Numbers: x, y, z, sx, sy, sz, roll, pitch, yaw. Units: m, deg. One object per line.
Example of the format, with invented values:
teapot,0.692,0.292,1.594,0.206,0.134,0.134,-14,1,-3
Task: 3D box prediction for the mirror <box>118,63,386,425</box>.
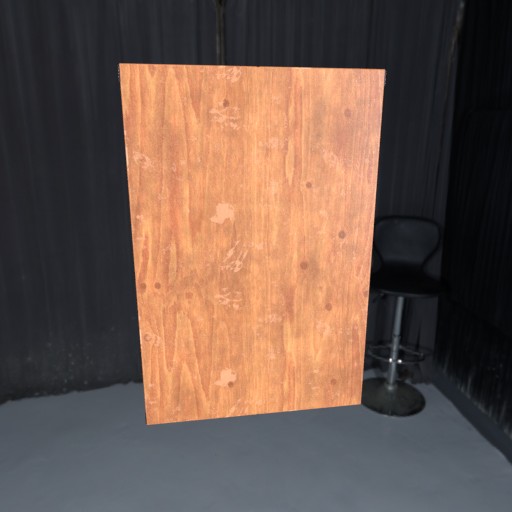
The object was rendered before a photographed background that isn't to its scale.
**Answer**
mirror,0.000,0.000,0.968,0.517,0.761,0.053,-2,16,-9
